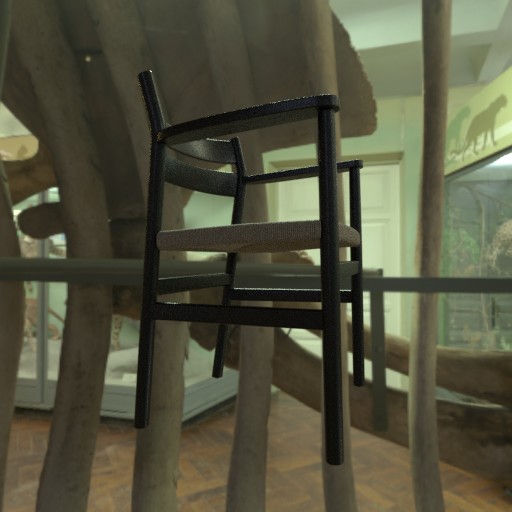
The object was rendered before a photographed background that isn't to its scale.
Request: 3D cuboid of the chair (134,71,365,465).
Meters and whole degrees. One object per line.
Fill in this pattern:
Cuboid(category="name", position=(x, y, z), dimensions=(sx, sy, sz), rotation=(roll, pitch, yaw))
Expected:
Cuboid(category="chair", position=(0.000, 0.000, 1.143), dimensions=(0.508, 0.775, 0.630), rotation=(0, 0, 18))
